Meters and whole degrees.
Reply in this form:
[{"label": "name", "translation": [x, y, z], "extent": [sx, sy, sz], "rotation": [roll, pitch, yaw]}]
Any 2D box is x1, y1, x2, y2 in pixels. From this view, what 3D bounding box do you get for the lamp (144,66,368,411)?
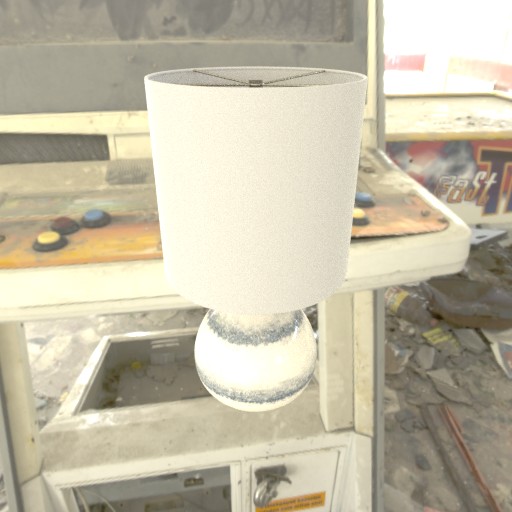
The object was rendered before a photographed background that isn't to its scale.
[{"label": "lamp", "translation": [0.000, 0.000, 0.532], "extent": [0.216, 0.404, 0.216], "rotation": [8, 28, 16]}]
